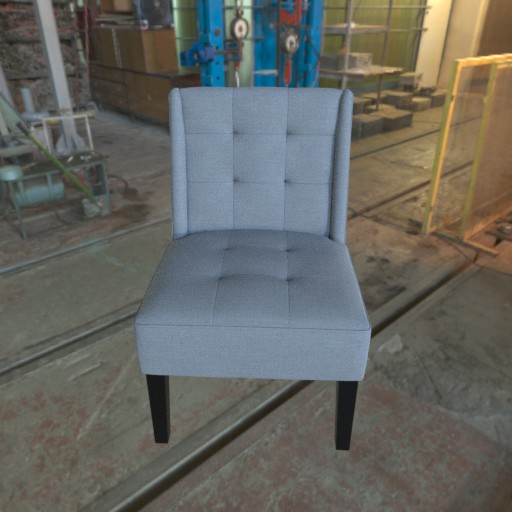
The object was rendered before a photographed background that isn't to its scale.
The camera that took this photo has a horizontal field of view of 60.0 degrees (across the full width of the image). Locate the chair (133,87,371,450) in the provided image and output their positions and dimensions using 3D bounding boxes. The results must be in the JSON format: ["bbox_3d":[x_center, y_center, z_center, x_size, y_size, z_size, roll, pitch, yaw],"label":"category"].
[{"bbox_3d":[0.000,0.000,1.302,0.569,0.853,0.676,1,29,2],"label":"chair"}]
